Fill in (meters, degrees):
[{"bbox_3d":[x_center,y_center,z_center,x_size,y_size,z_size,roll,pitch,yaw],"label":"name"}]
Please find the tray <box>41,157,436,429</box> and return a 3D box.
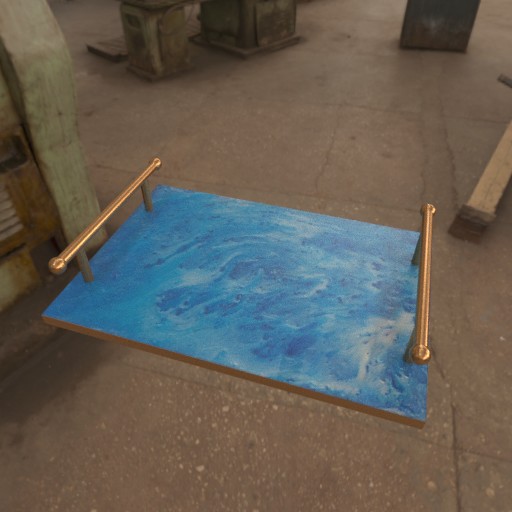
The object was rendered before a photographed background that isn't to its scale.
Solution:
[{"bbox_3d":[0.000,0.000,0.569,0.444,0.084,0.304,12,43,13],"label":"tray"}]
